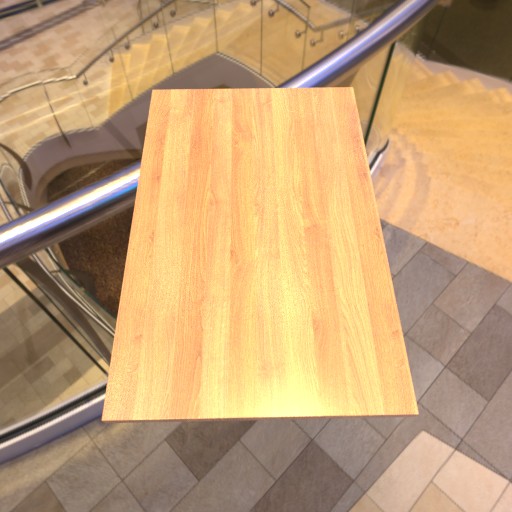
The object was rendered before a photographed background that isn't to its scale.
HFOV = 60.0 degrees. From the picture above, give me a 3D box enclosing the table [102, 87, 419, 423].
[{"bbox_3d":[0.000,0.000,1.450,0.700,0.442,1.100,-1,59,-1],"label":"table"}]
